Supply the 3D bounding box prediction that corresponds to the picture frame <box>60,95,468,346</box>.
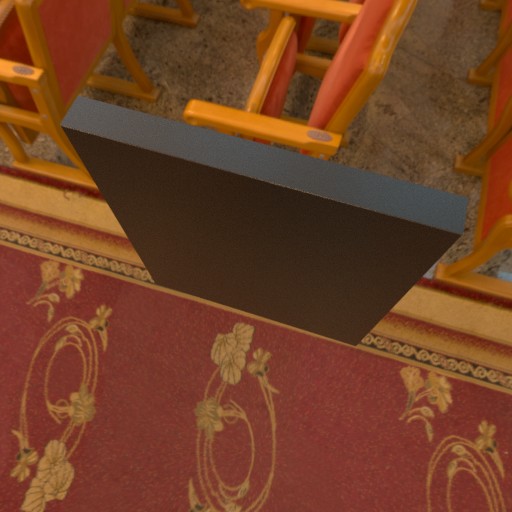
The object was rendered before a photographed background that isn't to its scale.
[{"bbox_3d":[0.000,0.000,0.523,0.328,0.378,0.034,16,67,7],"label":"picture frame"}]
